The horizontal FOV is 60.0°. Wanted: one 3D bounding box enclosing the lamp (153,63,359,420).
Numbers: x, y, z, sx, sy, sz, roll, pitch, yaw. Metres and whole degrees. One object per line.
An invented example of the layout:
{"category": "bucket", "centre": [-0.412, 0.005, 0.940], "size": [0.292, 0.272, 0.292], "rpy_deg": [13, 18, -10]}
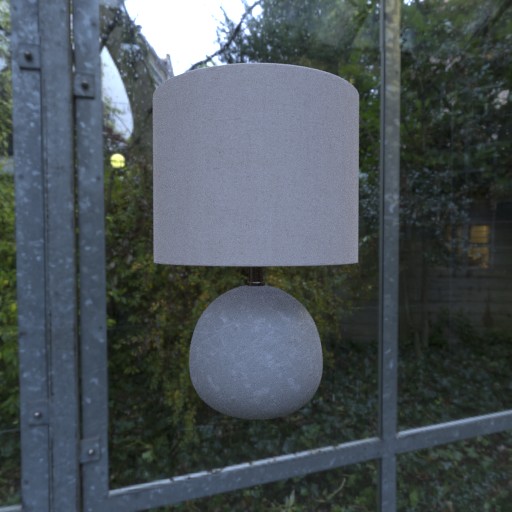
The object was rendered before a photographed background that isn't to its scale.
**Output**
{"category": "lamp", "centre": [0.000, 0.000, 0.598], "size": [0.269, 0.409, 0.269], "rpy_deg": [0, 2, -1]}
